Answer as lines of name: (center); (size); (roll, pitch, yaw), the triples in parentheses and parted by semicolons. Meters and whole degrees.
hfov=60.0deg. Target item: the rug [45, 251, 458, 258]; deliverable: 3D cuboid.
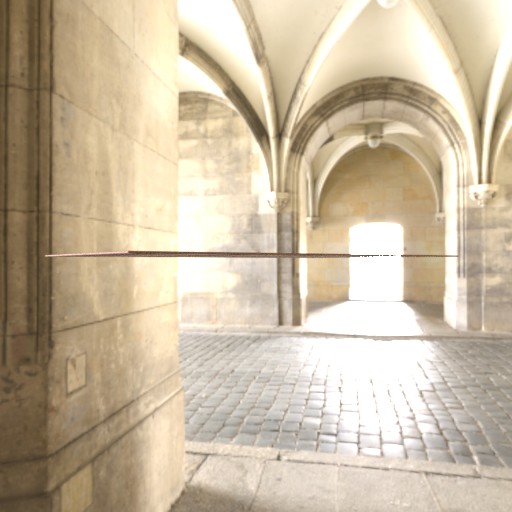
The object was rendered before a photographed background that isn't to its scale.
rug: (0.000, 0.000, 2.344); (1.829, 0.008, 1.219); (0, -1, -36)
